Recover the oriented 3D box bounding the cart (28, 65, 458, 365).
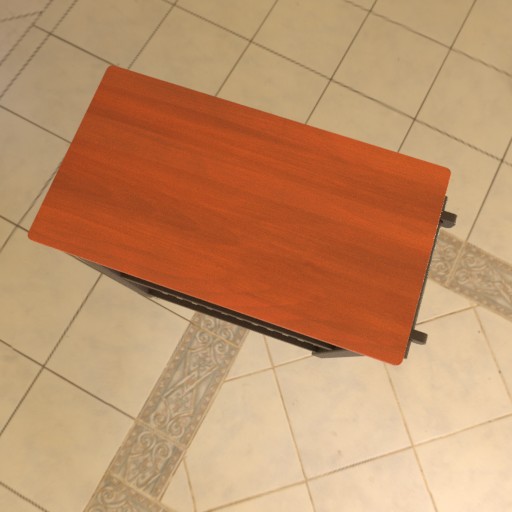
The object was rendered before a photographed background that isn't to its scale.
[{"bbox_3d":[0.000,0.000,1.425,0.899,0.927,0.457,18,77,4],"label":"cart"}]
